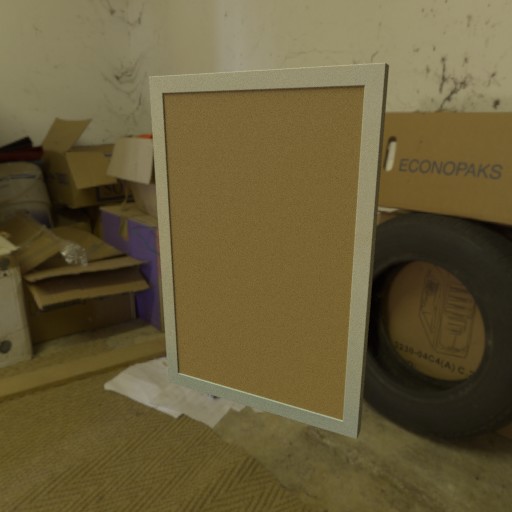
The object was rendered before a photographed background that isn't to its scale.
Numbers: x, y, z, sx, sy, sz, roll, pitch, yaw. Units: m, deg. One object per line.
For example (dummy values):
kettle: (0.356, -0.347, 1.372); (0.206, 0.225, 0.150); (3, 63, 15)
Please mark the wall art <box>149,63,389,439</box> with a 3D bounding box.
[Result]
wall art: (0.000, 0.000, 1.184); (0.612, 0.915, 0.039); (8, 18, 25)
